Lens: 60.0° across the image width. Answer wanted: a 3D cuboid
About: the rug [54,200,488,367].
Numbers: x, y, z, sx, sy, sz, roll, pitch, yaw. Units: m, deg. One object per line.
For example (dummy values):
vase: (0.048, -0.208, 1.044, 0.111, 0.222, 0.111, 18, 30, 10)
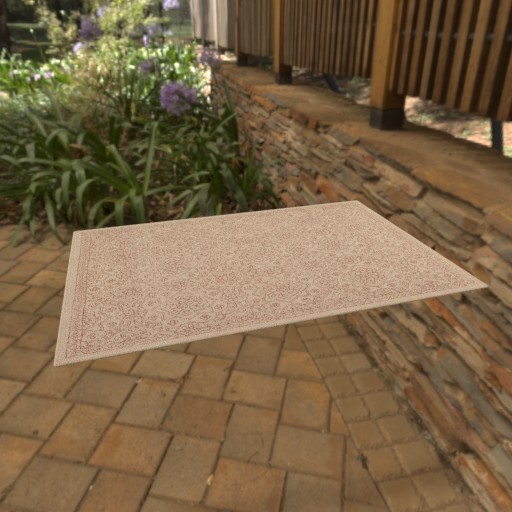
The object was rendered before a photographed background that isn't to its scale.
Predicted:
rug: (0.000, 0.000, 2.280, 1.829, 0.010, 1.219, -8, 28, -15)
